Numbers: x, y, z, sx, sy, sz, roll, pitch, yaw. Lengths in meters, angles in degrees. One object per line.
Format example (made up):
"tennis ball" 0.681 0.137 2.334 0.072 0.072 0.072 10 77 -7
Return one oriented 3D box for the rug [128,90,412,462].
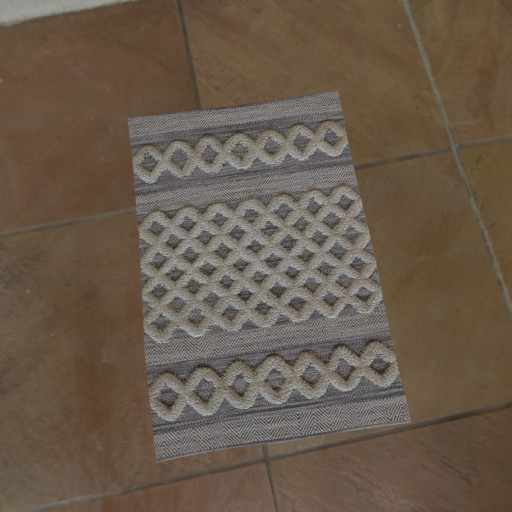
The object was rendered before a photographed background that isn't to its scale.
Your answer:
"rug" 0.000 0.000 2.299 1.222 0.030 1.823 -8 75 -2
